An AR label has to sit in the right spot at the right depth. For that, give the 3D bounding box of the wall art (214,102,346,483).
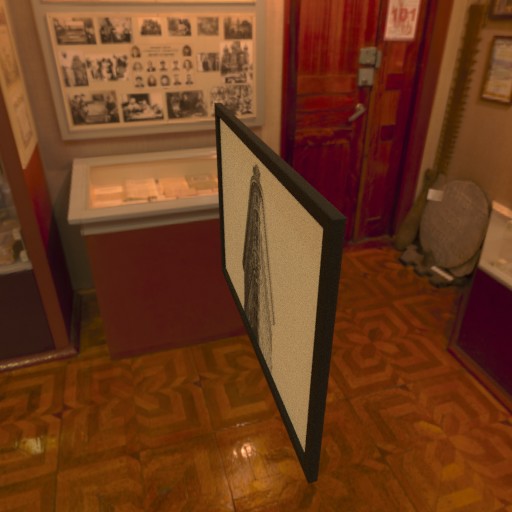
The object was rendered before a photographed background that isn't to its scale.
[{"bbox_3d":[0.000,0.000,1.245,0.026,0.656,0.958,-8,30,-13],"label":"wall art"}]
